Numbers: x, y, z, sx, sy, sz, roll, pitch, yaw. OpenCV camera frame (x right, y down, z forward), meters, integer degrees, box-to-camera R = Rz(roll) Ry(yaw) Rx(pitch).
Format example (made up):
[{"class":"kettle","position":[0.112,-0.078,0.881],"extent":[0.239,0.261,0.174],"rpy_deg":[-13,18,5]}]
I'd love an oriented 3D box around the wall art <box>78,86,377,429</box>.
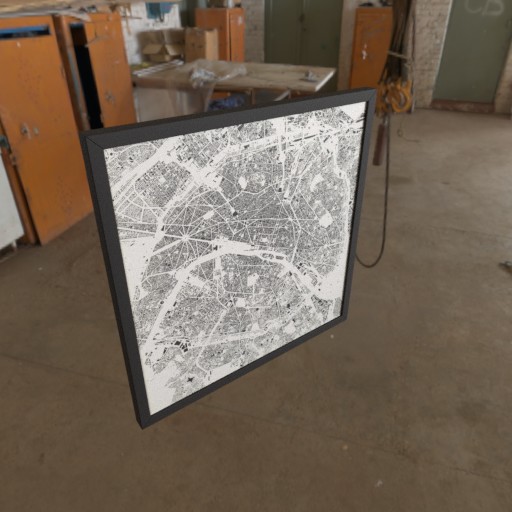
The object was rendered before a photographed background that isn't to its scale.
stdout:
[{"class":"wall art","position":[0.000,0.000,1.165],"extent":[0.763,0.763,0.037],"rpy_deg":[-21,36,-31]}]
